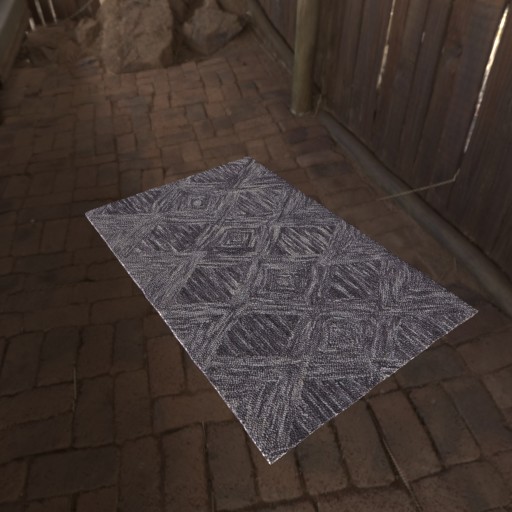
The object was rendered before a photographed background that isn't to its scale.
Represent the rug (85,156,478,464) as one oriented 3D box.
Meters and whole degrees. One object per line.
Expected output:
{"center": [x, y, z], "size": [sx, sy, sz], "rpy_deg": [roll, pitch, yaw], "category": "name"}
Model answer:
{"center": [0.000, 0.000, 2.309], "size": [1.186, 0.012, 1.814], "rpy_deg": [-25, 47, -26], "category": "rug"}
